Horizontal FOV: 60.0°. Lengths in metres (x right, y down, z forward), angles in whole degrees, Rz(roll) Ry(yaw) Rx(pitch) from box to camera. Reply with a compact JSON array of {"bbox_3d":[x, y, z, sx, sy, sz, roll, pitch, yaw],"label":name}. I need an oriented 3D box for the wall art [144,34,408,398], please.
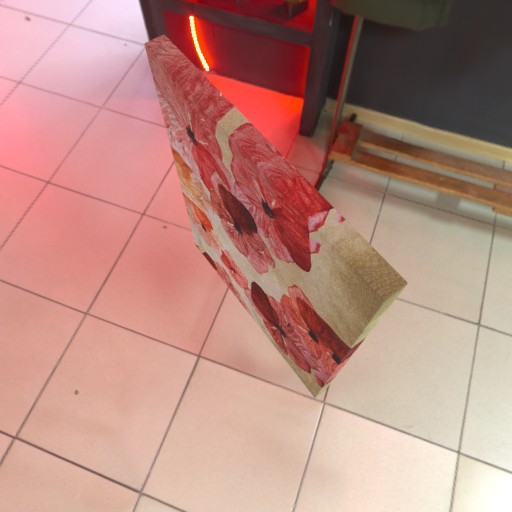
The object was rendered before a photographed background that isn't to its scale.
[{"bbox_3d":[0.000,0.000,0.682,0.028,0.508,0.406,-34,68,-16],"label":"wall art"}]
